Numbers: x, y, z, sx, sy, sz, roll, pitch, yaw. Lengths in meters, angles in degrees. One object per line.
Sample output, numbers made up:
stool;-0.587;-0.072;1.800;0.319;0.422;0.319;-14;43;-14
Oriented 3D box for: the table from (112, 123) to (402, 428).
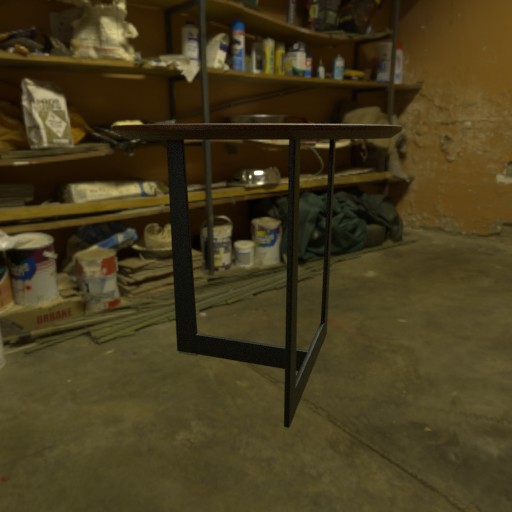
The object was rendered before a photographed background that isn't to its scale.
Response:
table;0.000;0.000;0.848;0.494;0.476;0.477;2;16;8
